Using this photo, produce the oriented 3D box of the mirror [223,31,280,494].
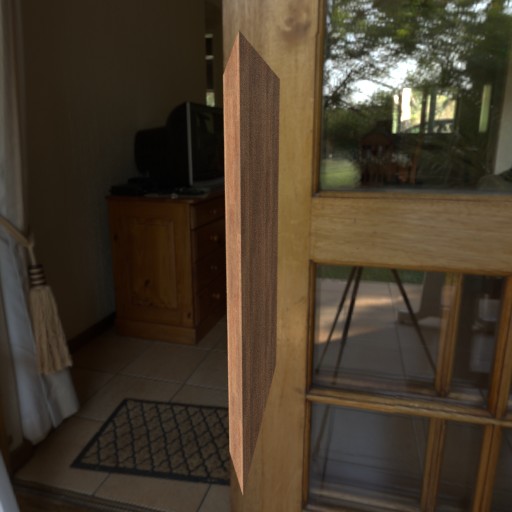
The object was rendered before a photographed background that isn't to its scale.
[{"bbox_3d":[0.000,0.000,1.242,0.047,1.010,0.651,2,15,9],"label":"mirror"}]
